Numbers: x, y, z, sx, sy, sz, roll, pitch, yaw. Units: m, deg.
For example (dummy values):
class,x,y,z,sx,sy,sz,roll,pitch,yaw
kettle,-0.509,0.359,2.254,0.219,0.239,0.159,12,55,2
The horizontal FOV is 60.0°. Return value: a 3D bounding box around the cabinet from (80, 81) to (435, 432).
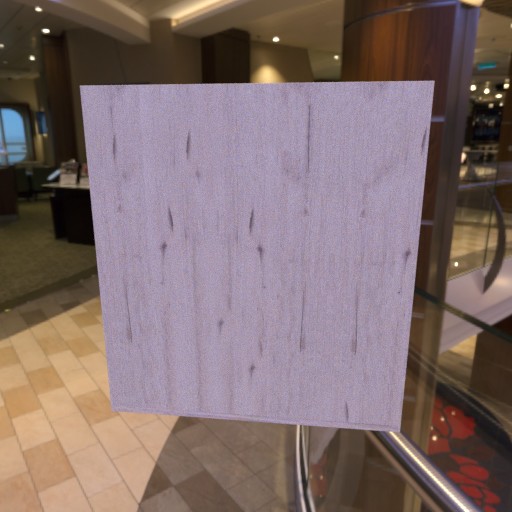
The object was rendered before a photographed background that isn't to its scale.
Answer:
class,x,y,z,sx,sy,sz,roll,pitch,yaw
cabinet,0.000,0.000,3.083,2.000,2.180,0.660,2,15,7
